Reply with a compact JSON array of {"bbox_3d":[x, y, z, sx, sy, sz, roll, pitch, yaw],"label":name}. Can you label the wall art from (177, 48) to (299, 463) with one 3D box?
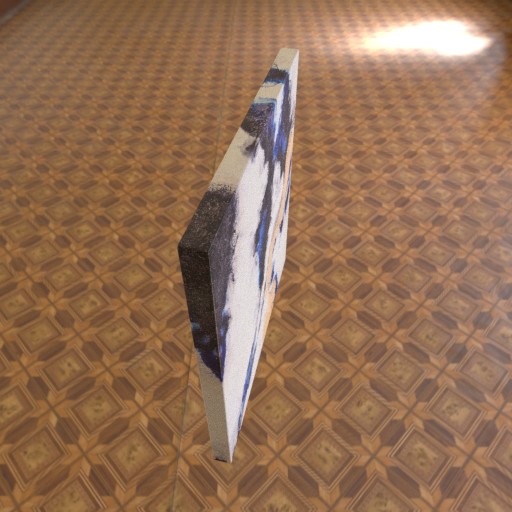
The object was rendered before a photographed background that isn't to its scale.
[{"bbox_3d":[0.000,0.000,0.909,0.039,0.609,0.609,9,46,9],"label":"wall art"}]
